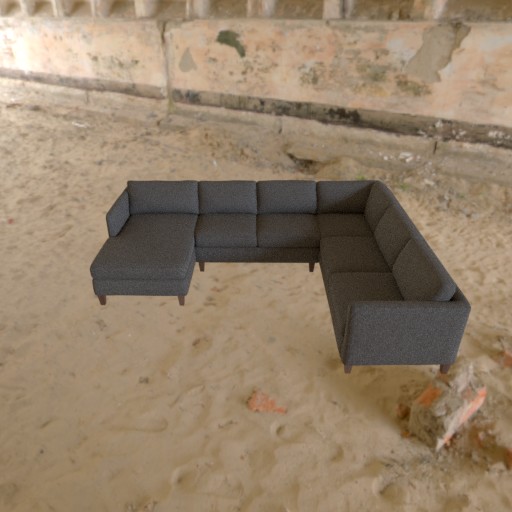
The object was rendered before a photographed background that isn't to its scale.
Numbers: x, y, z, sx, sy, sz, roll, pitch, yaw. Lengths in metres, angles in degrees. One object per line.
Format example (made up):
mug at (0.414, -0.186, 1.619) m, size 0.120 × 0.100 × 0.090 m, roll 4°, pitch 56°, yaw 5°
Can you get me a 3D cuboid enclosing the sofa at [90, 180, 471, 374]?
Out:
sofa at (0.000, 0.000, 4.484) m, size 3.238 × 0.853 × 2.551 m, roll 0°, pitch 29°, yaw 0°
